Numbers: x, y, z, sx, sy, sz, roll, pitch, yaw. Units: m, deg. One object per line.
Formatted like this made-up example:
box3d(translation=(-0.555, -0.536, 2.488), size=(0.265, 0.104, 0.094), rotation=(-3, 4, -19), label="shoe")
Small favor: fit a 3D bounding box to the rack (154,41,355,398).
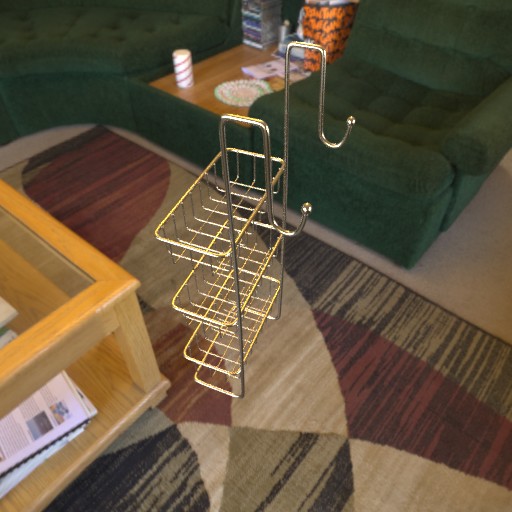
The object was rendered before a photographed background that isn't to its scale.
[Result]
box3d(translation=(0.000, 0.000, 0.686), size=(0.202, 0.574, 0.228), rotation=(16, 48, 15), label="rack")
